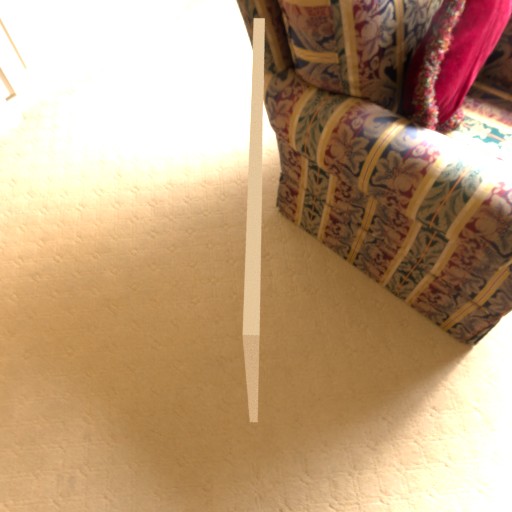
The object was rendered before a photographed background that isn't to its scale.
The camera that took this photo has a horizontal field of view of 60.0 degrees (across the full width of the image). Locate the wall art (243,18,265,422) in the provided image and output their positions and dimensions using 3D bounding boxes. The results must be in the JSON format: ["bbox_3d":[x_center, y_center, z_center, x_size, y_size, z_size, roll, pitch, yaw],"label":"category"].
[{"bbox_3d":[0.000,0.000,0.625,0.013,0.456,0.382,1,62,1],"label":"wall art"}]
